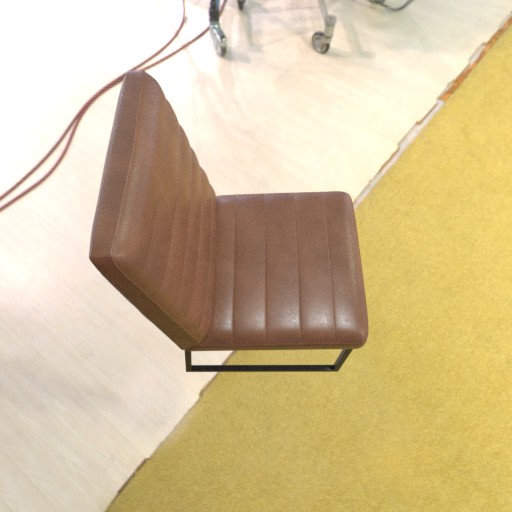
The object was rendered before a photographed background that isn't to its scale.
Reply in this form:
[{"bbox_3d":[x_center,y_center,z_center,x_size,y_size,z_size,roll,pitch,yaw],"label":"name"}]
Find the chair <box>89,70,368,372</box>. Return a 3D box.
[{"bbox_3d":[0.000,0.000,1.317,0.634,0.930,0.520,0,62,0],"label":"chair"}]
